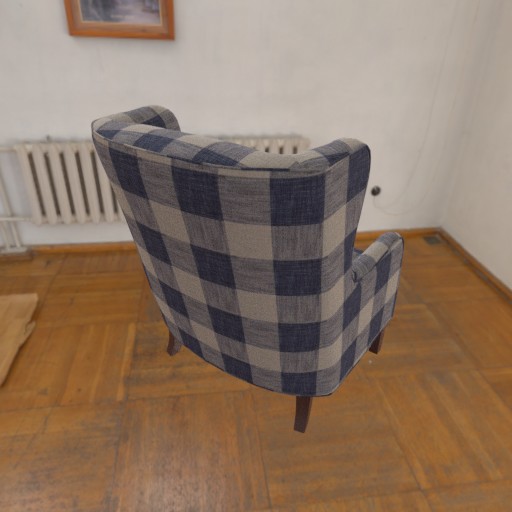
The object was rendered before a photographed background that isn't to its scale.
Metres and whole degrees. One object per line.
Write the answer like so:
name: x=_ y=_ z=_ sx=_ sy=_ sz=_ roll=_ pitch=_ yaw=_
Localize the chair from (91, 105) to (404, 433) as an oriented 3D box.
chair: x=0.000 y=0.000 z=1.640 sx=0.830 sy=1.041 sz=0.889 roll=20 pitch=35 yaw=32
